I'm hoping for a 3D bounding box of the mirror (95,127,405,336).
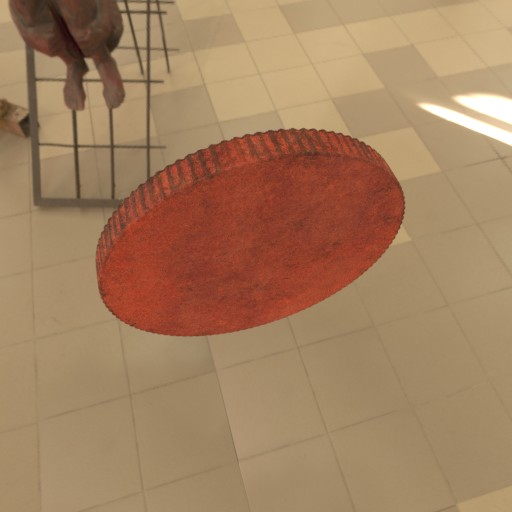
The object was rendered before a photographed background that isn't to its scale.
[{"bbox_3d":[0.000,0.000,0.895,0.609,0.609,0.056,-14,60,-9],"label":"mirror"}]
